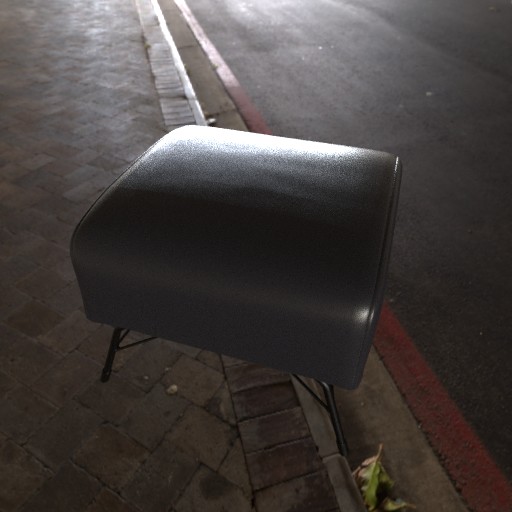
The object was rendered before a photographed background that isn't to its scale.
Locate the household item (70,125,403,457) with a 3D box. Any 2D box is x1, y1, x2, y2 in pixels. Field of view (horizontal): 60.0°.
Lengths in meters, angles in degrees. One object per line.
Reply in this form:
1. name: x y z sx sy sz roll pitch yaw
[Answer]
1. household item: 0.000 0.000 0.939 0.530 0.410 0.530 12 41 14
